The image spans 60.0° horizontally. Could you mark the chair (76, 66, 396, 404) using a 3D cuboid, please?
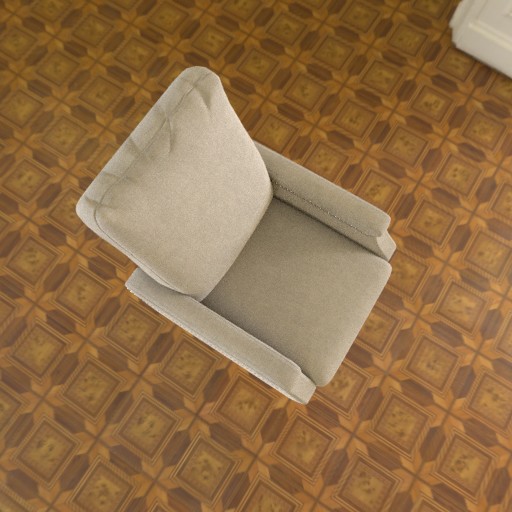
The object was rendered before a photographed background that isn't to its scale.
[{"bbox_3d":[0.000,0.000,1.619,0.922,1.049,0.710,31,76,9],"label":"chair"}]
